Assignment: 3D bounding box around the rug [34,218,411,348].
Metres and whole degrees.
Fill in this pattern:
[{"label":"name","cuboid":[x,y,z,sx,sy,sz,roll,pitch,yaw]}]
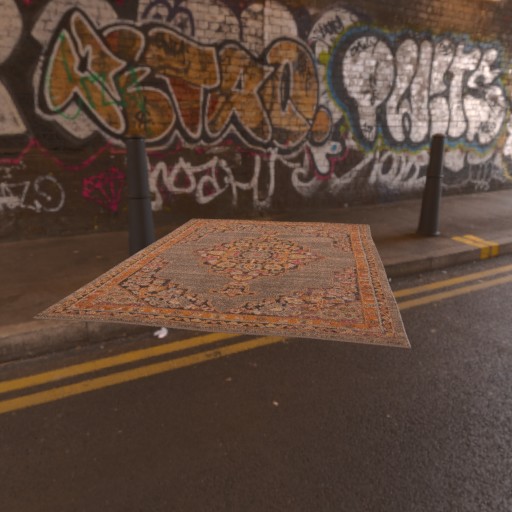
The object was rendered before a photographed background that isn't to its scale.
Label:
[{"label":"rug","cuboid":[0.000,0.000,3.689,2.043,0.026,2.901,3,16,9]}]
